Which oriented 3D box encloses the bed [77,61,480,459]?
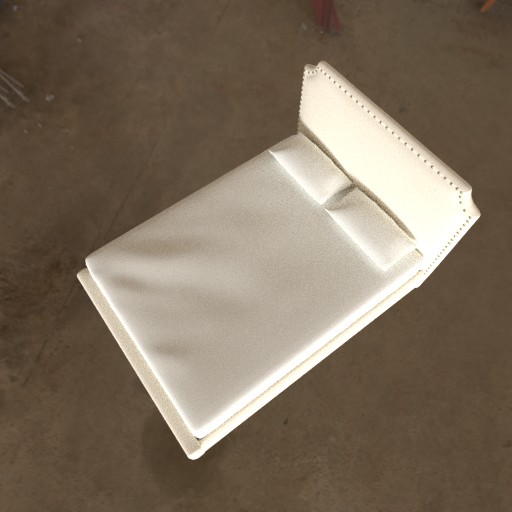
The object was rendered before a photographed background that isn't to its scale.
[{"bbox_3d":[0.000,0.000,3.331,2.365,1.443,1.712,-34,68,-16],"label":"bed"}]
